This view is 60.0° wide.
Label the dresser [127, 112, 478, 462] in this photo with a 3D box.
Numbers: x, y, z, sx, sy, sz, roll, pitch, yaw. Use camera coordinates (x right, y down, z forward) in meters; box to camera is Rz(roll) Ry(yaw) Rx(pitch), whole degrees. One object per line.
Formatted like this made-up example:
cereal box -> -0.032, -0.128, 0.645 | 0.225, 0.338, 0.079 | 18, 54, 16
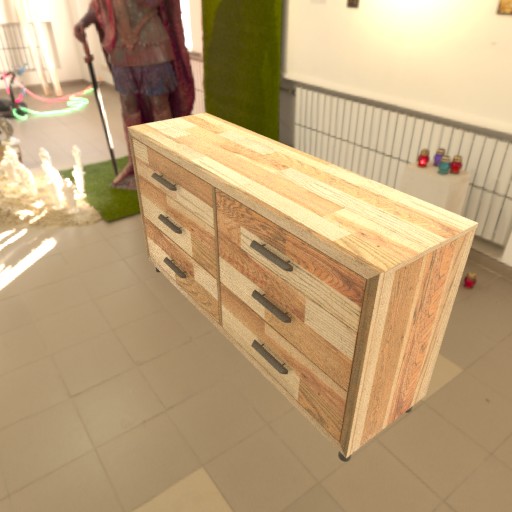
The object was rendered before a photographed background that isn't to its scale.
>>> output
dresser -> 0.000, 0.000, 1.934 | 0.487, 0.834, 1.547 | -22, 38, -30
